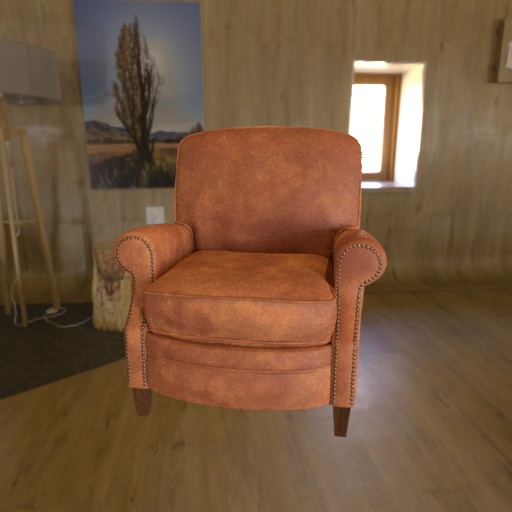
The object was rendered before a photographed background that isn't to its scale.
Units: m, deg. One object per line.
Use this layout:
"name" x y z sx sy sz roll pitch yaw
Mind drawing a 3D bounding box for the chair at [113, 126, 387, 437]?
"chair" 0.000 0.000 1.757 0.936 1.018 0.986 2 14 9
